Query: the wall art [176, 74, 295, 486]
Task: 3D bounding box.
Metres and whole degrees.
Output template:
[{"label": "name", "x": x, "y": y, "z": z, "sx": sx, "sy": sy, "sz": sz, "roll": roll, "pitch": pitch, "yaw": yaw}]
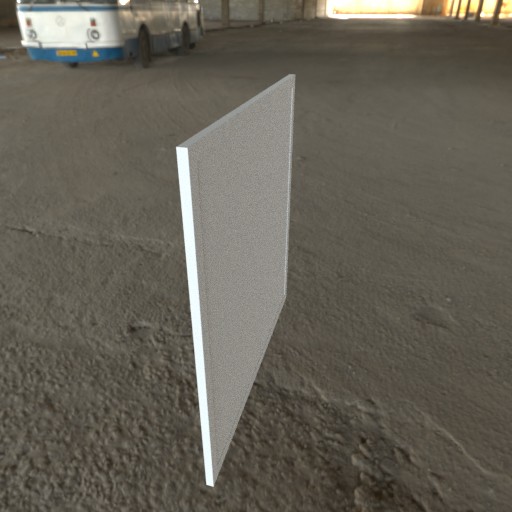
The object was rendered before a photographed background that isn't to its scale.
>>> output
[{"label": "wall art", "x": 0.000, "y": 0.000, "z": 0.970, "sx": 0.015, "sy": 0.660, "sz": 0.660, "roll": 8, "pitch": 31, "yaw": 14}]
